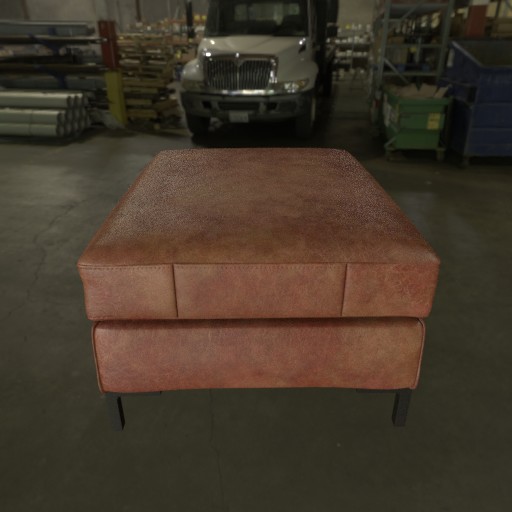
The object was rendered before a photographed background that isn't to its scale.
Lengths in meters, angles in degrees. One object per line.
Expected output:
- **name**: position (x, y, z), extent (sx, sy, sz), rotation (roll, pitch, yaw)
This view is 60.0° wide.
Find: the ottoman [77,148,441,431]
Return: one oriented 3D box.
- **ottoman**: position (0.000, 0.000, 1.771), extent (0.965, 0.667, 1.186), rotation (0, 27, -1)
